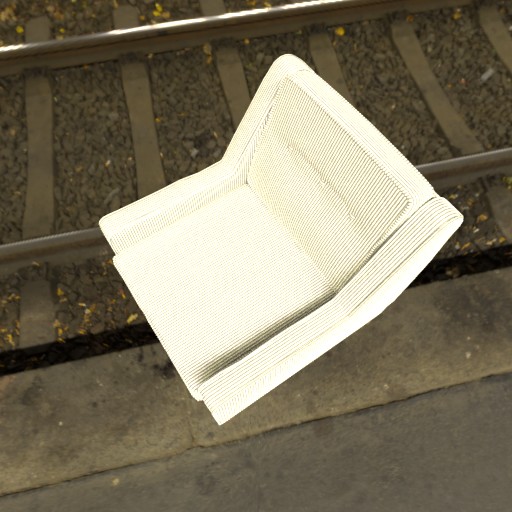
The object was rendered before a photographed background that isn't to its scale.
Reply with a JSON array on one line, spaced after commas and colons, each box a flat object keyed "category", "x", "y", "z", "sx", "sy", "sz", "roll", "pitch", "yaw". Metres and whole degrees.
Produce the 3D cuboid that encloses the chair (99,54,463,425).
[{"category": "chair", "x": 0.000, "y": 0.000, "z": 1.347, "sx": 0.743, "sy": 0.792, "sz": 0.663, "roll": -31, "pitch": 68, "yaw": -14}]
